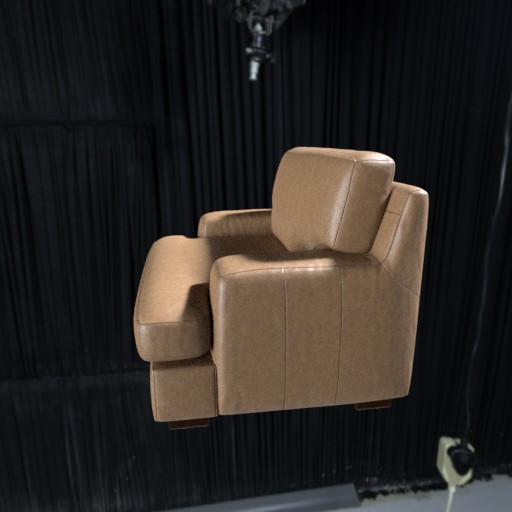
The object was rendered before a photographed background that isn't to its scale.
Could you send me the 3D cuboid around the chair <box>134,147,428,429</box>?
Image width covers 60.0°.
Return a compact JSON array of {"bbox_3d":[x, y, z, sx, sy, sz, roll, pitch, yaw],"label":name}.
[{"bbox_3d":[0.000,0.000,2.072,1.050,0.978,1.276,-2,15,-9],"label":"chair"}]
